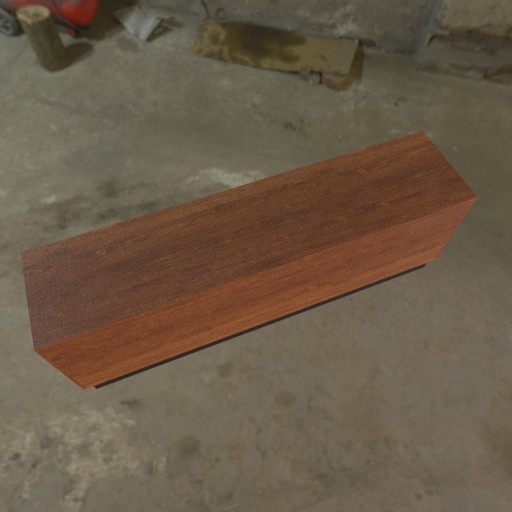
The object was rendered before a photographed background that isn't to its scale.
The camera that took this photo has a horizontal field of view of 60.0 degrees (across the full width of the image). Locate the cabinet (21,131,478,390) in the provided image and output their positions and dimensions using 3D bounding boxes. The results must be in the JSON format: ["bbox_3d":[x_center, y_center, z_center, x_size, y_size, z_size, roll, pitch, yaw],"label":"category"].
[{"bbox_3d":[0.000,0.000,1.805,1.600,0.510,0.419,-19,60,-11],"label":"cabinet"}]
